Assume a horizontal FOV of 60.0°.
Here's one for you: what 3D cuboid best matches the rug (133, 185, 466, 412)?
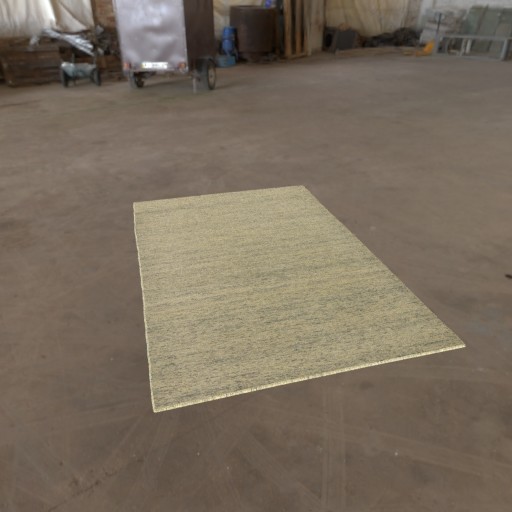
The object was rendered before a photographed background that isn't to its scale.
[{"bbox_3d":[0.000,0.000,2.402,1.243,0.014,1.846,-8,31,-13],"label":"rug"}]
